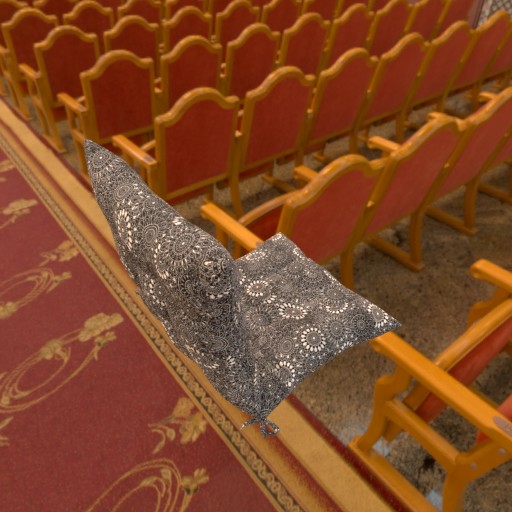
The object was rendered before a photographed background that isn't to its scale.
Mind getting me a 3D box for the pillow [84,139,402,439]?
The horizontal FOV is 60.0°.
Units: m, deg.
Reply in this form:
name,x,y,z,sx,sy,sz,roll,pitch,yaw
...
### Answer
name,x,y,z,sx,sy,sz,roll,pitch,yaw
pillow,0.000,0.000,1.033,0.585,0.536,0.541,-26,46,-28
